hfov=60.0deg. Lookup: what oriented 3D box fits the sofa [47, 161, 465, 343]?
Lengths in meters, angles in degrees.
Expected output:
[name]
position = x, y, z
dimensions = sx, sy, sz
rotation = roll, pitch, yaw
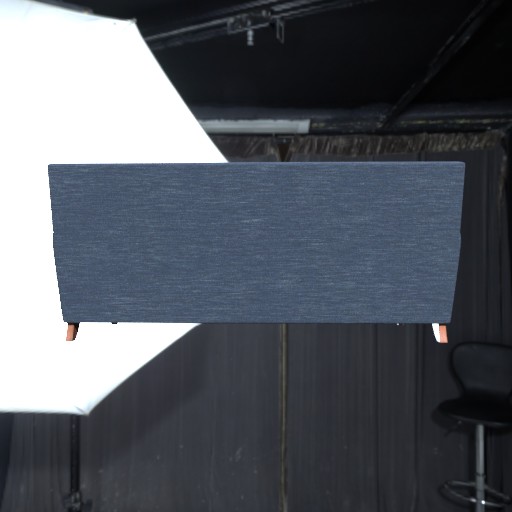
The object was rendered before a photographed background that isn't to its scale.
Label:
[sofa]
position = 0.000, 0.000, 2.433
dimensions = 1.976, 0.846, 0.875
rotation = 0, -2, 1
